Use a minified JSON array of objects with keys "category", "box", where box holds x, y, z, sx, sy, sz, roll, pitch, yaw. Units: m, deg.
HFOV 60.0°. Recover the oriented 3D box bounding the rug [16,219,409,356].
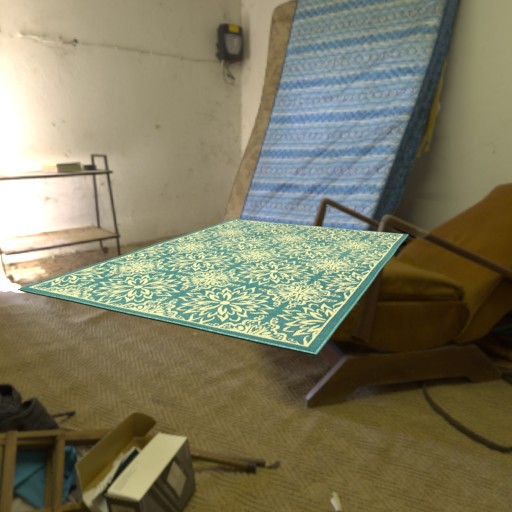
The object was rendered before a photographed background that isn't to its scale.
[{"category":"rug","box":[0.000,0.000,2.810,1.554,0.012,2.205,7,16,25]}]
